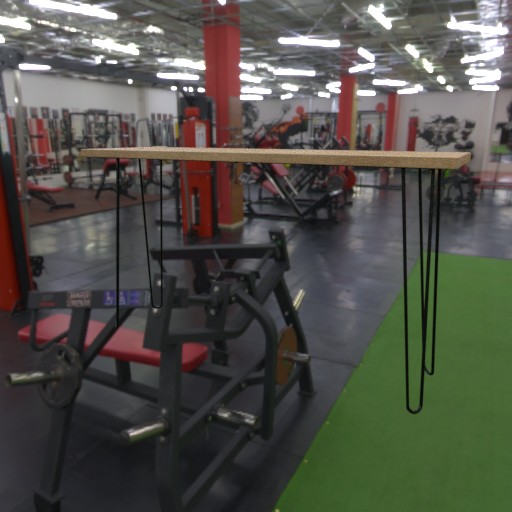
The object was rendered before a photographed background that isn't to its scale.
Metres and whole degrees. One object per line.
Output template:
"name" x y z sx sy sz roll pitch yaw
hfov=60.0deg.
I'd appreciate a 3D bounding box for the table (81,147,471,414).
"table" 0.000 0.000 1.726 1.400 0.799 0.399 8 17 28
